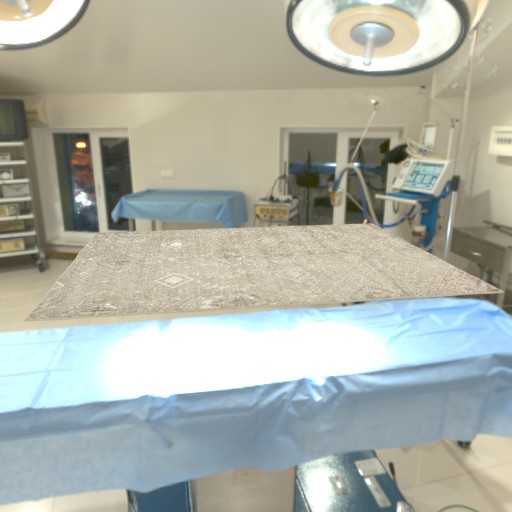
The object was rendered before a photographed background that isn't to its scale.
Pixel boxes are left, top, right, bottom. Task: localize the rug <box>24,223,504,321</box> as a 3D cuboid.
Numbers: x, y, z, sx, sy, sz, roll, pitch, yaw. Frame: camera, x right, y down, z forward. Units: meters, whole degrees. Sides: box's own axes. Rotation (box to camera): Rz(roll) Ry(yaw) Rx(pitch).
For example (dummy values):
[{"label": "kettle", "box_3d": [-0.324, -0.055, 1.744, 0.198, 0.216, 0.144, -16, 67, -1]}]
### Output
[{"label": "rug", "box_3d": [0.000, 0.000, 4.200, 3.359, 0.020, 2.448, -2, 17, -8]}]
